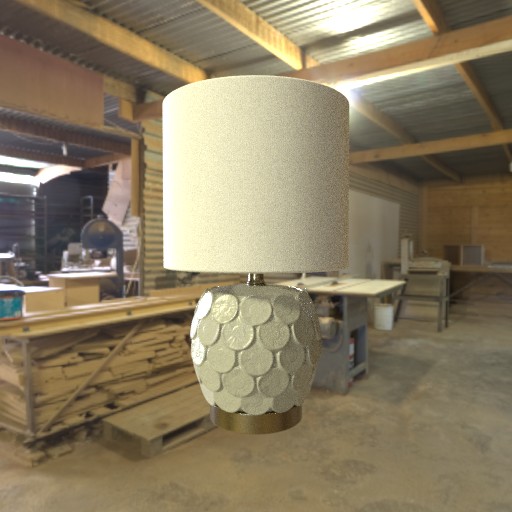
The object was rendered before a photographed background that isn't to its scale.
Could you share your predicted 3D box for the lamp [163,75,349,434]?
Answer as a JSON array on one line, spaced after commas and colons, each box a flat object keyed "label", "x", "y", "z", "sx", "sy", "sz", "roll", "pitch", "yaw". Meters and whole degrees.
[{"label": "lamp", "x": 0.000, "y": 0.000, "z": 0.623, "sx": 0.254, "sy": 0.452, "sz": 0.254, "roll": 0, "pitch": 2, "yaw": 0}]
